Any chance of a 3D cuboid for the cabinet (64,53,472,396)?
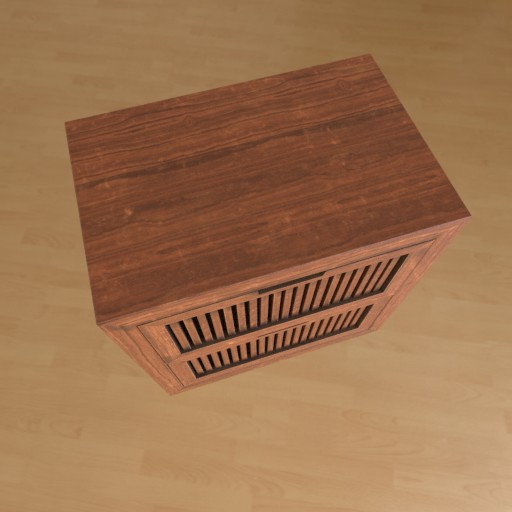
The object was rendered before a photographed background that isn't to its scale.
[{"bbox_3d":[0.000,0.000,1.072,0.607,0.695,0.410,-16,64,-8],"label":"cabinet"}]
